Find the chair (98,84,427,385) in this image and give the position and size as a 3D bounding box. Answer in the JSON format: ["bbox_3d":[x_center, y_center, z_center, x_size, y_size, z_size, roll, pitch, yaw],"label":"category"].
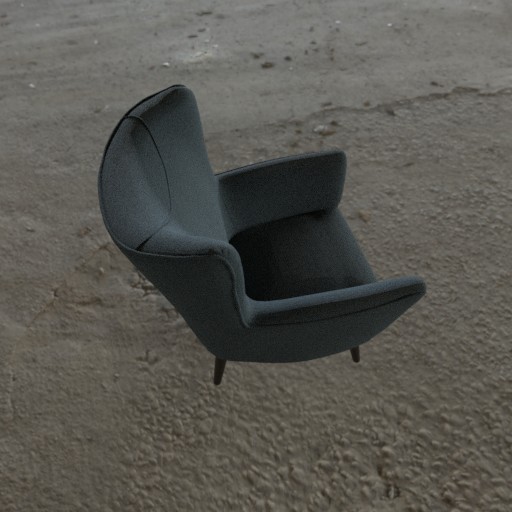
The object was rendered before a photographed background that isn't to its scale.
[{"bbox_3d":[0.000,0.000,1.566,0.888,0.933,0.781,-10,49,-9],"label":"chair"}]
